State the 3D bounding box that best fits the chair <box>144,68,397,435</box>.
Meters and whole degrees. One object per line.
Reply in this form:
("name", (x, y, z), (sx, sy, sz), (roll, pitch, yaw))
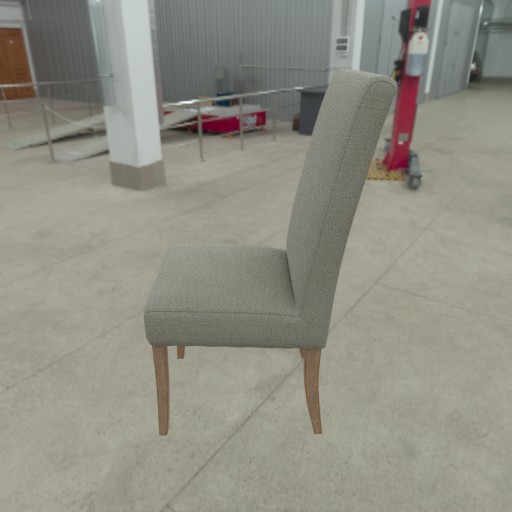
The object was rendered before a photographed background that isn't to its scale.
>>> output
("chair", (0.000, 0.000, 1.343), (0.611, 1.033, 0.450), (0, 25, -1))
